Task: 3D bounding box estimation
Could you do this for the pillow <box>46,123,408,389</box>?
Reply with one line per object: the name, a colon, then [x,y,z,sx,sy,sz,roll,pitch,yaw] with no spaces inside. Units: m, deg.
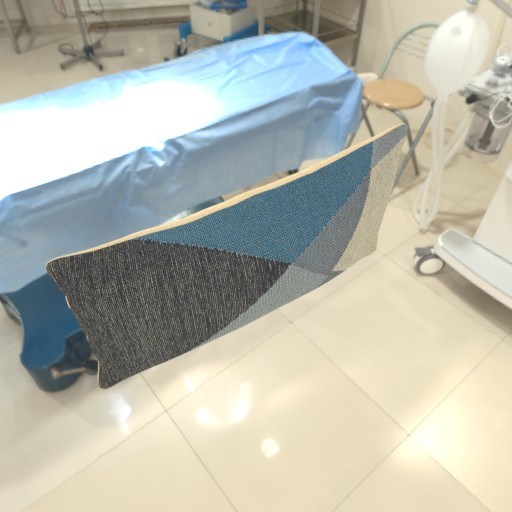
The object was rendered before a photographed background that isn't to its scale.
pillow: [0.000,0.000,0.734,0.604,0.307,0.148,-25,51,-22]
